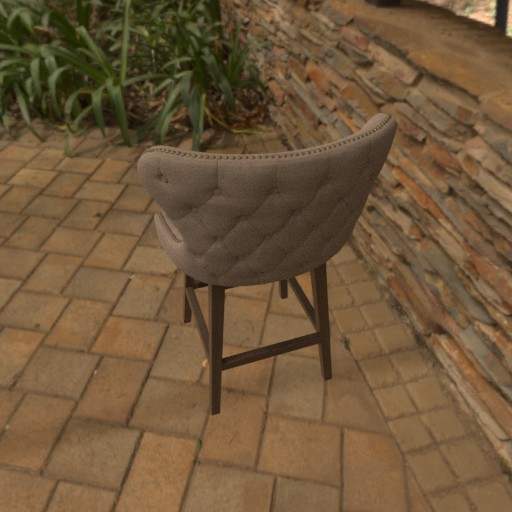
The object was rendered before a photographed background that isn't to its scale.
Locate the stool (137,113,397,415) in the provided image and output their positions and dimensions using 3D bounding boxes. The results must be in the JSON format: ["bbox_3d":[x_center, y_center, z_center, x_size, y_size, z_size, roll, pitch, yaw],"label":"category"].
[{"bbox_3d":[0.000,0.000,1.374,0.615,0.972,0.597,-12,41,-14],"label":"stool"}]
